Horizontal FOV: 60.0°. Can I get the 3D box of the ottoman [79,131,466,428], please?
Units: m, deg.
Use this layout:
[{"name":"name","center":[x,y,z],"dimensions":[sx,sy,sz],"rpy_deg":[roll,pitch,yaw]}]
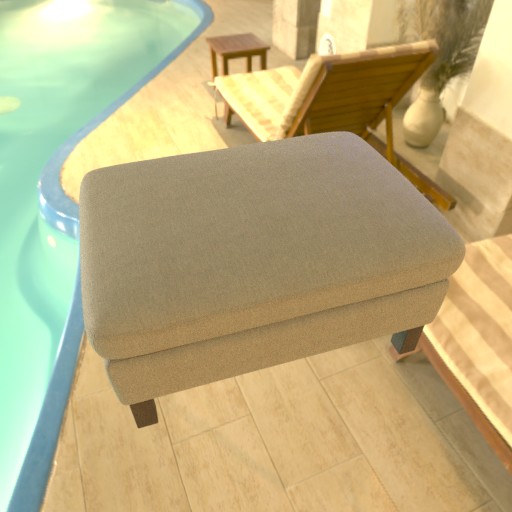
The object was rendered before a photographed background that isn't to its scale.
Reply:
[{"name":"ottoman","center":[0.000,0.000,1.042],"dimensions":[0.735,0.404,0.528],"rpy_deg":[-12,43,-13]}]
